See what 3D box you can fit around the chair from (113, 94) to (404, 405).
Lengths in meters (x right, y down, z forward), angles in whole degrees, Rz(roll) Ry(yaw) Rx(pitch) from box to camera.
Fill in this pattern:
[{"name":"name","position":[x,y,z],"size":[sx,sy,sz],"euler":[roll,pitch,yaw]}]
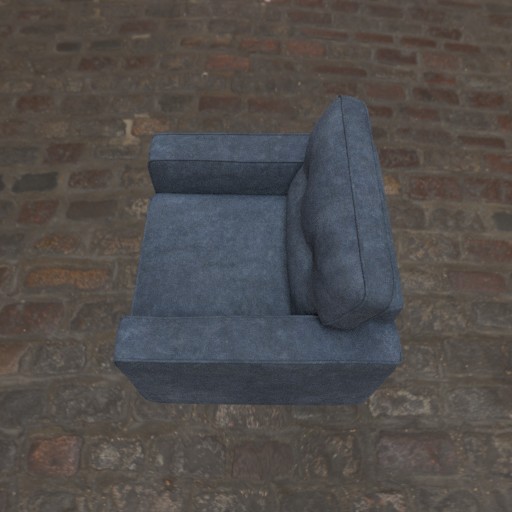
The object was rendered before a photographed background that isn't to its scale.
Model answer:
[{"name":"chair","position":[0.000,0.000,1.777],"size":[0.939,0.965,1.015],"euler":[1,60,0]}]
